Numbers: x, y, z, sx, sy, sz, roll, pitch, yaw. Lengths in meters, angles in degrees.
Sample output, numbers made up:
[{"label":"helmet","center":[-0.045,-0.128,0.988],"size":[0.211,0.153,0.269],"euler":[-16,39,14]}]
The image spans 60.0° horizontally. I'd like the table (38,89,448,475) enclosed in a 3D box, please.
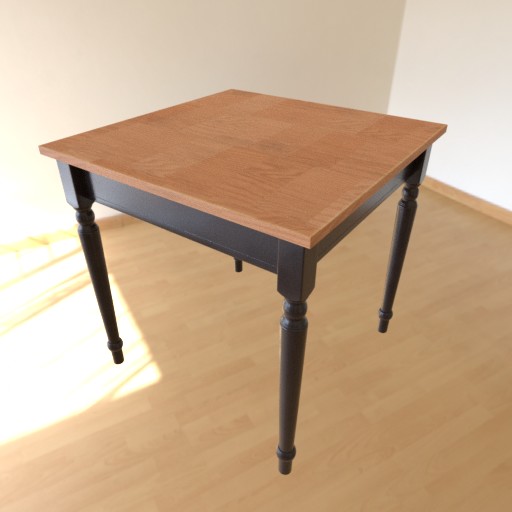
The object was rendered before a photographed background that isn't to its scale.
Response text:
[{"label":"table","center":[0.000,0.000,1.330],"size":[0.747,0.738,0.747],"euler":[21,38,29]}]
